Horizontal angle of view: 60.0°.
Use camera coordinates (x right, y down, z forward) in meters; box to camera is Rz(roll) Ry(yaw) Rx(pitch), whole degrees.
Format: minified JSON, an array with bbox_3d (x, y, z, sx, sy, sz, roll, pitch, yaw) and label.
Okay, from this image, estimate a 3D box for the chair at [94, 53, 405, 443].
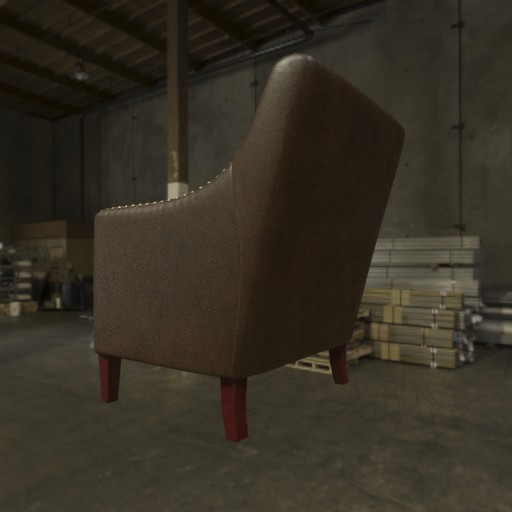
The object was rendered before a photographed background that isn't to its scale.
[{"bbox_3d":[0.000,0.000,1.290,0.704,0.813,0.639,0,-1,36],"label":"chair"}]
